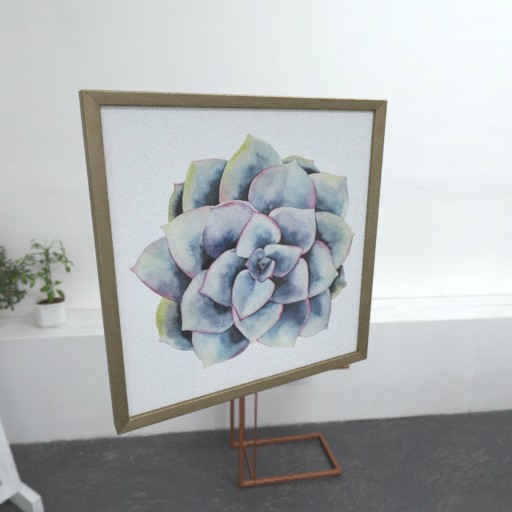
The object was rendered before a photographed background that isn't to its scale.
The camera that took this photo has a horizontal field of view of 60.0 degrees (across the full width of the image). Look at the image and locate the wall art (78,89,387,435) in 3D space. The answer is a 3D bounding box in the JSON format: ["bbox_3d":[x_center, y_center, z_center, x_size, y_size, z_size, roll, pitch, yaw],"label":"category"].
[{"bbox_3d":[0.000,0.000,0.744,0.503,0.506,0.030,-9,19,-27],"label":"wall art"}]
